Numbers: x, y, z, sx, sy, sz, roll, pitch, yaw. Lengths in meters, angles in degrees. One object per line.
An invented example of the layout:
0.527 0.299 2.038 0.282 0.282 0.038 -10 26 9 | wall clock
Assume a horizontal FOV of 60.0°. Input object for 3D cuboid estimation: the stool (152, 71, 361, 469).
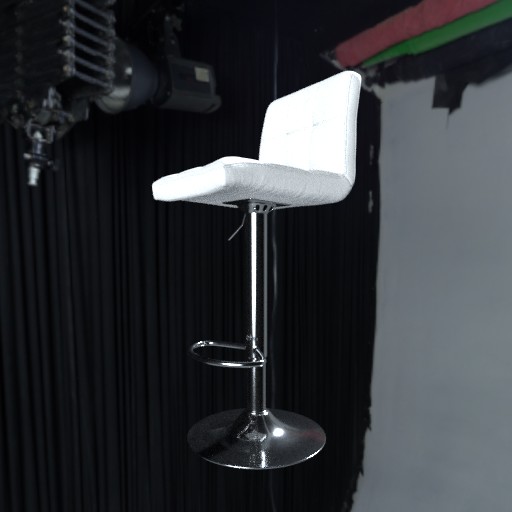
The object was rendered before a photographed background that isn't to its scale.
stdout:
0.000 0.000 1.358 0.505 1.115 0.430 -1 2 -36 | stool
